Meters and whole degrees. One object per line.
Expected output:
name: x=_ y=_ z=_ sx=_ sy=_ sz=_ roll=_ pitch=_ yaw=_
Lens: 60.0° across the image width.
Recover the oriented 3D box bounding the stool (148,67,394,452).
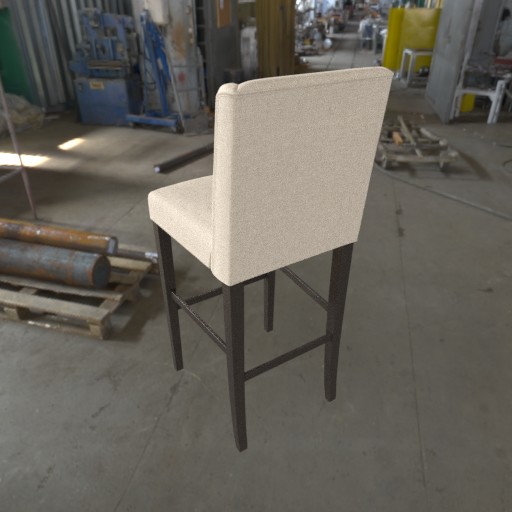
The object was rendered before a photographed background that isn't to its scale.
stool: x=0.000 y=0.000 z=1.369 sx=0.474 sy=1.116 sz=0.509 roll=-18 pitch=35 yaw=-28
